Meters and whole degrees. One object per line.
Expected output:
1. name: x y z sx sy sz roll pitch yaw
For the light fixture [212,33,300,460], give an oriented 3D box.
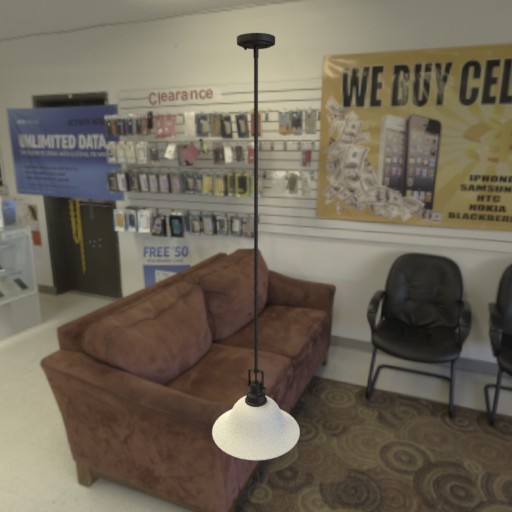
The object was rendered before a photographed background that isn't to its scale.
1. light fixture: 0.000 0.000 1.479 0.324 1.337 0.324 7 16 26
